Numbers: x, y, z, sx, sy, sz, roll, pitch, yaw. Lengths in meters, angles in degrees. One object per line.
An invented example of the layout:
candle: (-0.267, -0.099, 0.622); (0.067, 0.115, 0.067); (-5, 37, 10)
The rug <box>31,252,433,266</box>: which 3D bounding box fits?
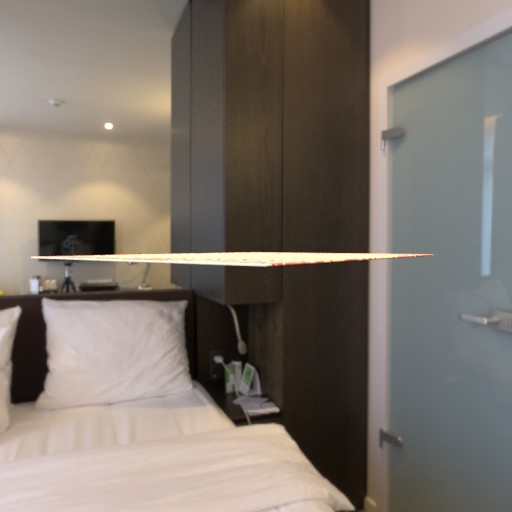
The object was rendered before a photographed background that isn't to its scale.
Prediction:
rug: (0.000, 0.000, 4.206); (2.441, 0.016, 3.095); (1, 2, 37)
